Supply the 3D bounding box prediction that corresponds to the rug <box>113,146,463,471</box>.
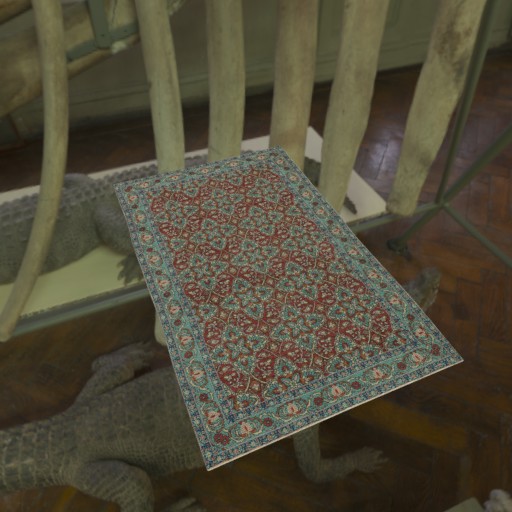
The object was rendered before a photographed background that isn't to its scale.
[{"bbox_3d":[0.000,0.000,3.084,1.533,0.011,2.439,-17,48,-16],"label":"rug"}]
